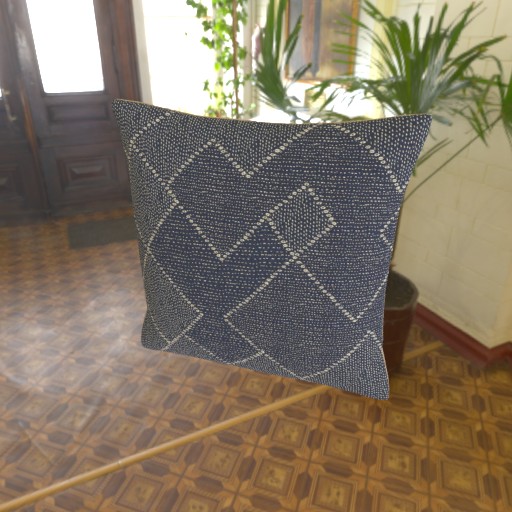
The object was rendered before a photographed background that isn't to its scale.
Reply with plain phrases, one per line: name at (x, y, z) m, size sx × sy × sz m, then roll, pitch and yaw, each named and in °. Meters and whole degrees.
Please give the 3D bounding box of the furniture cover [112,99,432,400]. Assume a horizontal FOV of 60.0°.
furniture cover at (0.000, 0.000, 0.775) m, size 0.511 × 0.503 × 0.162 m, roll 8°, pitch 27°, yaw 16°
